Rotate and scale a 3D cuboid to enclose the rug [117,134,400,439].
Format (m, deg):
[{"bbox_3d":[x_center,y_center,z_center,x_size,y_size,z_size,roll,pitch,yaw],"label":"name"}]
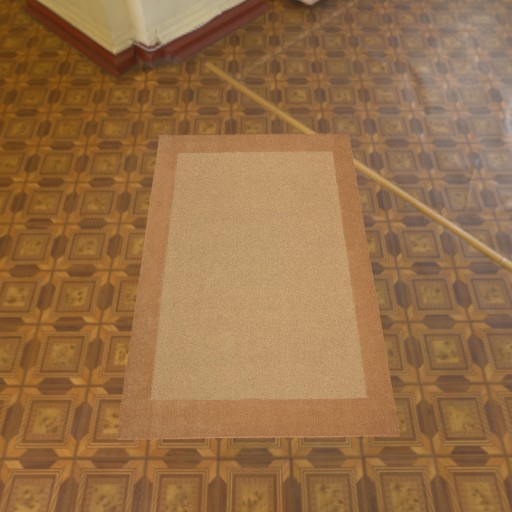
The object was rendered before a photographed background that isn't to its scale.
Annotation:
[{"bbox_3d":[0.000,0.000,2.378,1.219,0.014,1.829,-1,59,0],"label":"rug"}]
